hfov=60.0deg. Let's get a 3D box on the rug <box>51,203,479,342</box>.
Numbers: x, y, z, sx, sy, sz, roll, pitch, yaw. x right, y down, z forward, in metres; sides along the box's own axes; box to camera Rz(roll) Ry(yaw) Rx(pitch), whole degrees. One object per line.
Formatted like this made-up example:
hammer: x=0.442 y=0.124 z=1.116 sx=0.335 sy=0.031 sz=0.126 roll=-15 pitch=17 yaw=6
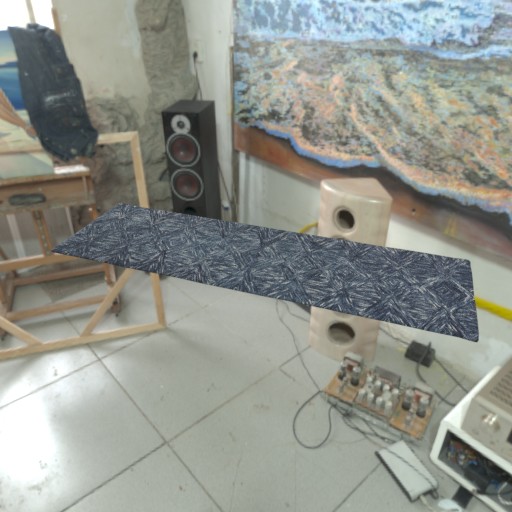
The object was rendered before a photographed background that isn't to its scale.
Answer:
rug: x=0.000 y=0.000 z=2.531 sx=2.306 sy=0.013 sz=0.719 roll=10 pitch=33 yaw=16
